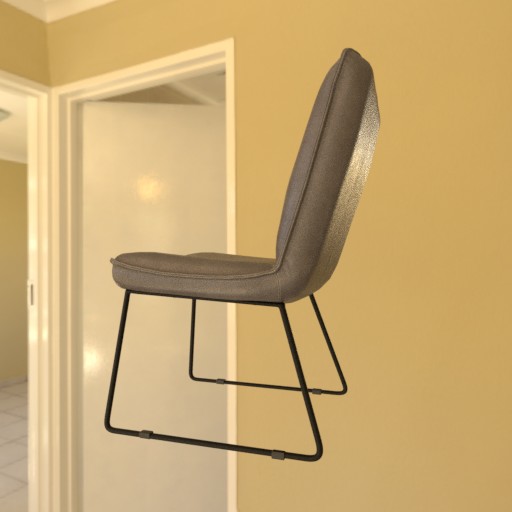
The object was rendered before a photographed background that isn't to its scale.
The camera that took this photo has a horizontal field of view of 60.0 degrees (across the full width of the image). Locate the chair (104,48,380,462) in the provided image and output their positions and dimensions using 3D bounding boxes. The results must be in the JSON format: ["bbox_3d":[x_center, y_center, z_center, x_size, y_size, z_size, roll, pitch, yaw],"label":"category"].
[{"bbox_3d":[0.000,0.000,1.300,0.688,0.932,0.515,0,0,18],"label":"chair"}]
